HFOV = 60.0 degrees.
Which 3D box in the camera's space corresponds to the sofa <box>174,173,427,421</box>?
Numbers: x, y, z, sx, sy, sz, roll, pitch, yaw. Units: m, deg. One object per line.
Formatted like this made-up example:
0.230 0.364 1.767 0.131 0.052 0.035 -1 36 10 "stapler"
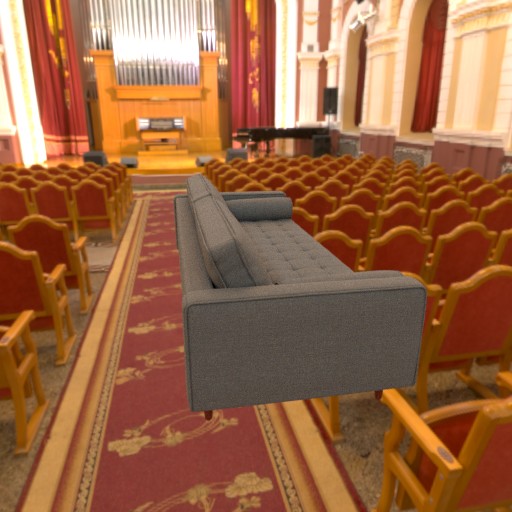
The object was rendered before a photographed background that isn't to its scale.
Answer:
0.000 0.000 2.620 0.914 0.762 2.198 -3 18 -10 "sofa"
